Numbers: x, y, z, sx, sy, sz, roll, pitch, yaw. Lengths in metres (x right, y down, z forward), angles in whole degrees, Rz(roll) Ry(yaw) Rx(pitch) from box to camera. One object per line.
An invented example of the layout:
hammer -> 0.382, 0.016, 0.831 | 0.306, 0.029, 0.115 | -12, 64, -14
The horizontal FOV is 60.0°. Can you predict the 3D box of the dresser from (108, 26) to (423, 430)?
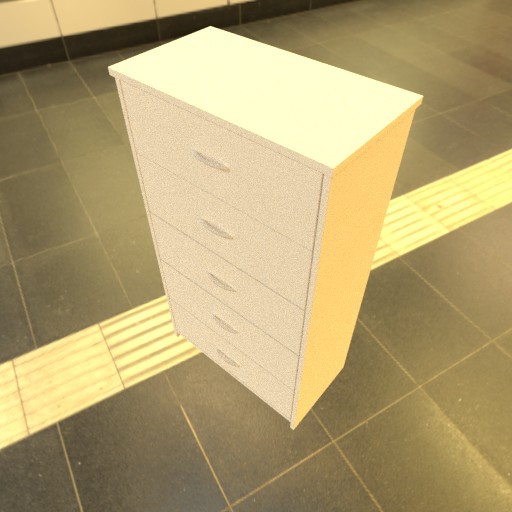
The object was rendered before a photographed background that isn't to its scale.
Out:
dresser -> 0.000, 0.000, 1.556 | 0.704, 1.255, 0.399 | 31, 54, 27
